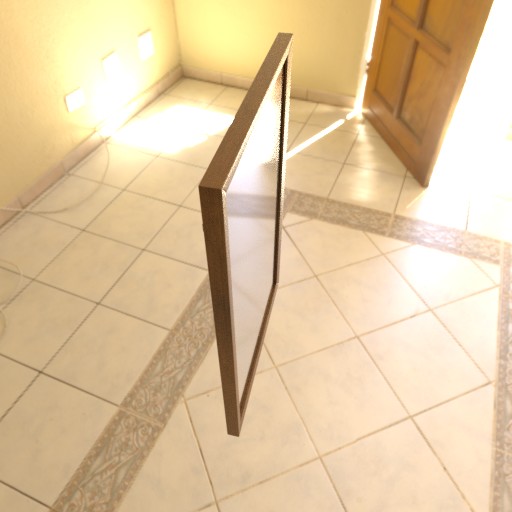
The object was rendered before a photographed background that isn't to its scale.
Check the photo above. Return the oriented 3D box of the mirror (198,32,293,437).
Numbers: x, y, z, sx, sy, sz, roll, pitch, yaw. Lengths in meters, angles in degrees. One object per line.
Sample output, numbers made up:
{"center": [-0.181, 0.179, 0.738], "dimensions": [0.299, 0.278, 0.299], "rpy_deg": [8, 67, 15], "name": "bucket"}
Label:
{"center": [0.000, 0.000, 1.180], "dimensions": [0.040, 0.915, 0.609], "rpy_deg": [10, 47, 9], "name": "mirror"}
